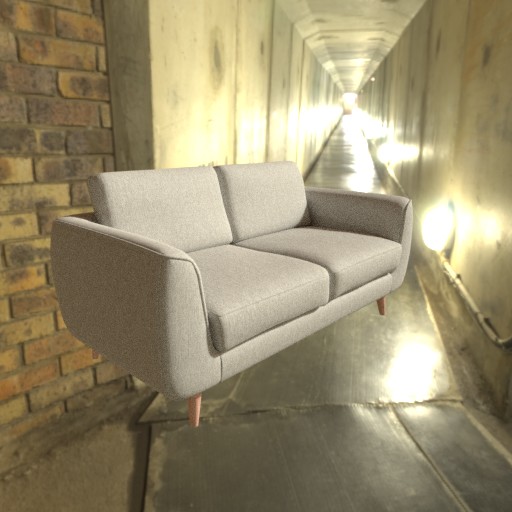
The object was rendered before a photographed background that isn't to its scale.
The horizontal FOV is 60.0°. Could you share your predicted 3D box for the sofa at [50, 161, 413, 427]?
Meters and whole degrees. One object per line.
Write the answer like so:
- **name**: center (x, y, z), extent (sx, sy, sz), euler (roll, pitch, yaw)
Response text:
- **sofa**: center (0.000, 0.000, 2.181), extent (0.920, 0.850, 1.700), euler (14, 20, 41)
